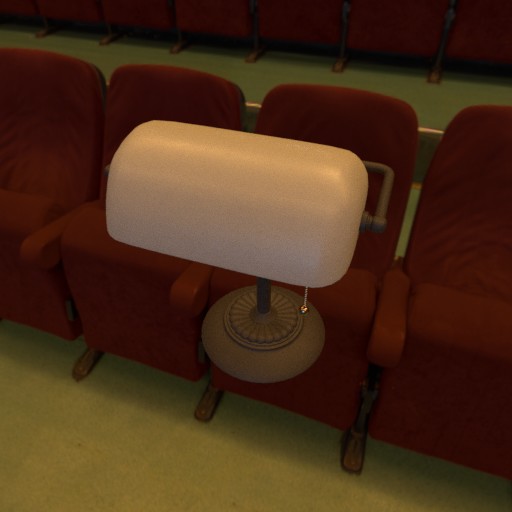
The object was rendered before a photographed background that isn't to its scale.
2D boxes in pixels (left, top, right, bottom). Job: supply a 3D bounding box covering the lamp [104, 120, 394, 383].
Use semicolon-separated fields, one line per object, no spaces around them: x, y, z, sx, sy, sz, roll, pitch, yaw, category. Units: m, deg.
0.000;0.000;0.511;0.264;0.339;0.243;13;43;14;lamp
